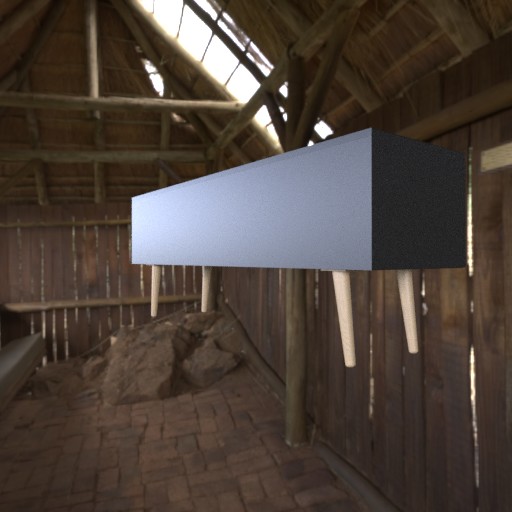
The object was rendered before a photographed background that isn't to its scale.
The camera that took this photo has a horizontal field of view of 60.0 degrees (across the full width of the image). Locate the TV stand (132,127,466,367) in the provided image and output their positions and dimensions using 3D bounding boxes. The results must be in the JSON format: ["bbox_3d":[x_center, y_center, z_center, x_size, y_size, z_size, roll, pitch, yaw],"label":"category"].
[{"bbox_3d":[0.000,0.000,1.545,0.390,0.518,1.312,0,0,-37],"label":"TV stand"}]
